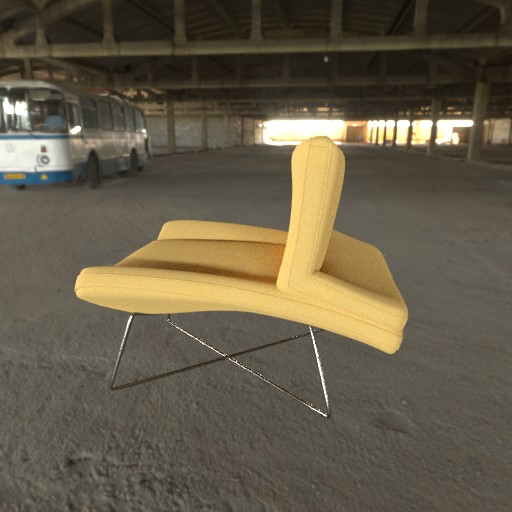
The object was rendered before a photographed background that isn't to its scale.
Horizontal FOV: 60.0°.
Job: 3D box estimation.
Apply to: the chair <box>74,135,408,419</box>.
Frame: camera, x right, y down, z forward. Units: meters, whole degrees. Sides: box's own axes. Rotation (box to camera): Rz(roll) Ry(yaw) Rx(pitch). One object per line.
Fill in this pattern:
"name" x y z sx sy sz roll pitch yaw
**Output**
"chair" 0.000 0.000 1.636 1.008 0.855 0.859 2 16 8
